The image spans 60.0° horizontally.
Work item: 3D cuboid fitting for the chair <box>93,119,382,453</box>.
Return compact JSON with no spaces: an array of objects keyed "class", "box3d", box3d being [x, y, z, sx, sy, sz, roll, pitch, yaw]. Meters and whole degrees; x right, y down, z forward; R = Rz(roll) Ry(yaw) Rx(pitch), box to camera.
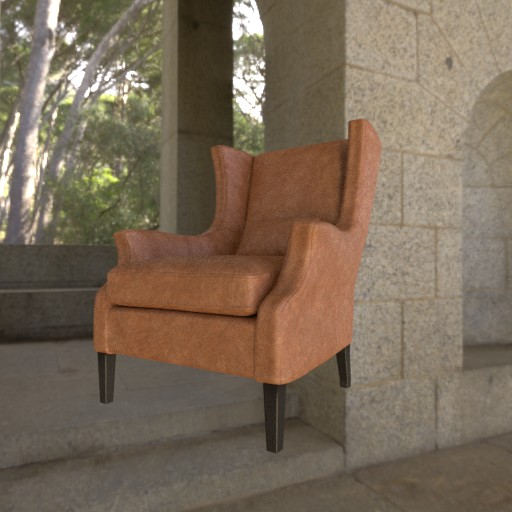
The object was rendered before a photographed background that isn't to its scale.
[{"class":"chair","box3d":[0.000,0.000,1.689,0.853,1.016,0.926,0,-1,35]}]
